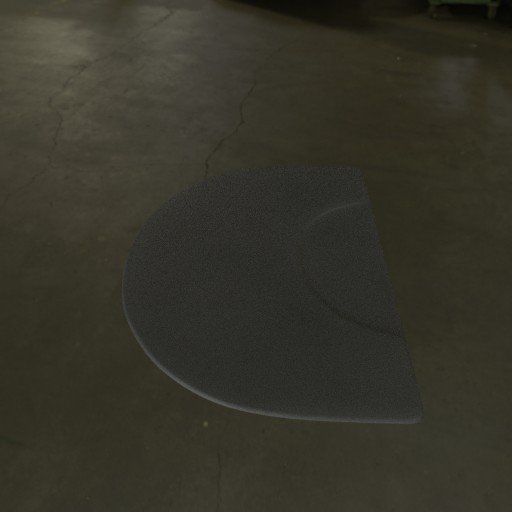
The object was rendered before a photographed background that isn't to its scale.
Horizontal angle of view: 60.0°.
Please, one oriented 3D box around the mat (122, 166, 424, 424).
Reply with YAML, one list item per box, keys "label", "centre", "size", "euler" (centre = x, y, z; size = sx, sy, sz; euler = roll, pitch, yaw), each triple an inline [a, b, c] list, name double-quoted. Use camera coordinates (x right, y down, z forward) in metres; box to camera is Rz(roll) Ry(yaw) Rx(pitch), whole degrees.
- label: "mat"
  centre: [0.000, 0.000, 1.583]
  size: [0.917, 0.016, 1.220]
  euler: [1, 43, 1]
